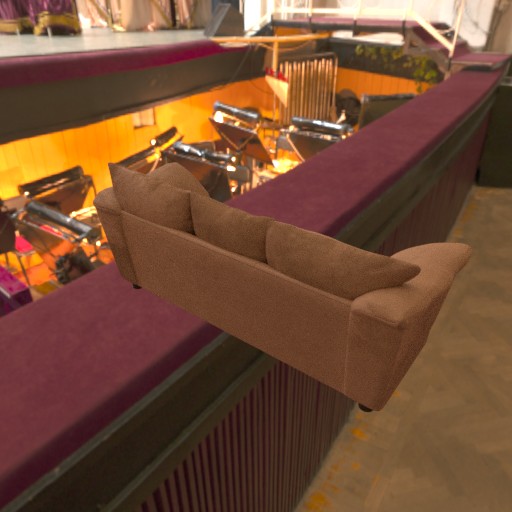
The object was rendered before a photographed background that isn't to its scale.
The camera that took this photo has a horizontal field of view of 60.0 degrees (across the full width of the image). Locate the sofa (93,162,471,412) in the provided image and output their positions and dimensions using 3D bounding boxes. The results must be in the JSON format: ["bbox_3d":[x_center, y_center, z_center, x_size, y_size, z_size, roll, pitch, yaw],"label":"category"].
[{"bbox_3d":[0.000,0.000,2.900,2.377,0.981,0.893,21,36,32],"label":"sofa"}]
